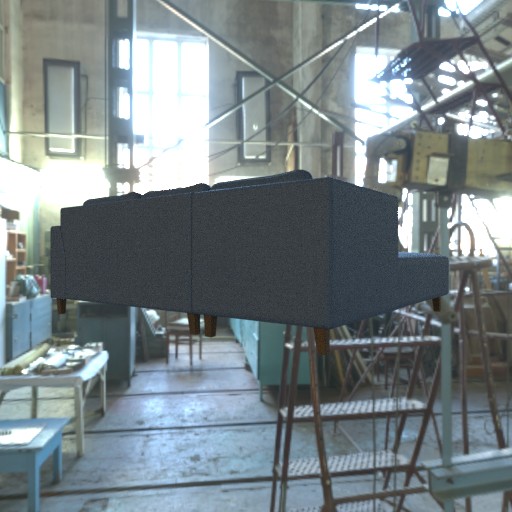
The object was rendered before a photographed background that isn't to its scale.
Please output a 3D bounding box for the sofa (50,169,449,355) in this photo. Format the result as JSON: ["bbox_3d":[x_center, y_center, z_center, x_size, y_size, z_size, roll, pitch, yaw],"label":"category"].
[{"bbox_3d":[0.000,0.000,3.100,2.120,0.787,1.829,0,0,37],"label":"sofa"}]
